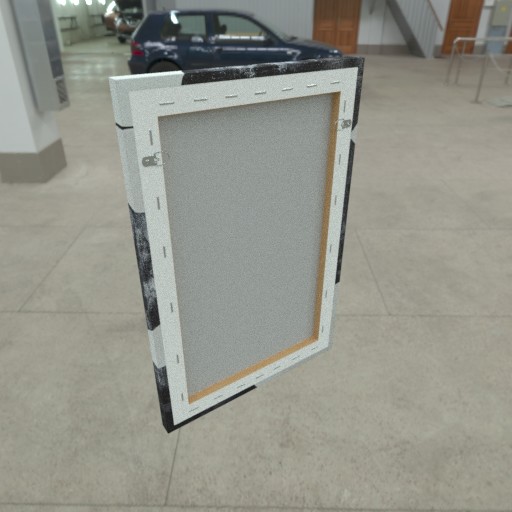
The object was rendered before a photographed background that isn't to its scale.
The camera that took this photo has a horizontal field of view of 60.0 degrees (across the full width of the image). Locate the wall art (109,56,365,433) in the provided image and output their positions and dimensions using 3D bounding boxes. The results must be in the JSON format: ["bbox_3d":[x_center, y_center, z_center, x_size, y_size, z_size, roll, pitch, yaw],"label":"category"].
[{"bbox_3d":[0.000,0.000,1.151,0.610,0.915,0.041,-19,35,-29],"label":"wall art"}]
